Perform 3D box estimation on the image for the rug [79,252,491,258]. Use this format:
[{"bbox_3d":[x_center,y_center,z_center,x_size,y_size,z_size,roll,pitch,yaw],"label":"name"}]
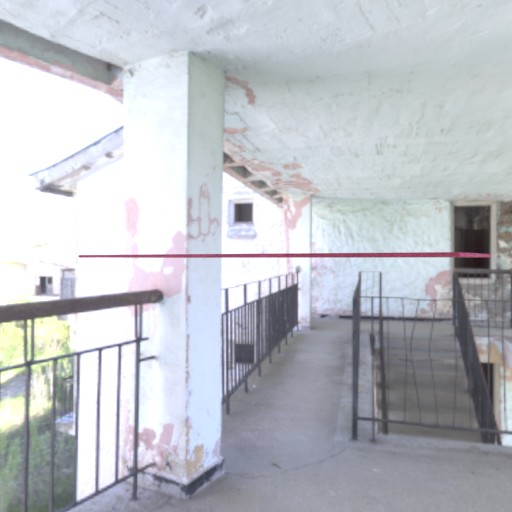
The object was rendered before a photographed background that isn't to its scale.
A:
[{"bbox_3d":[0.000,0.000,2.694,2.439,0.018,0.813,0,0,35],"label":"rug"}]
